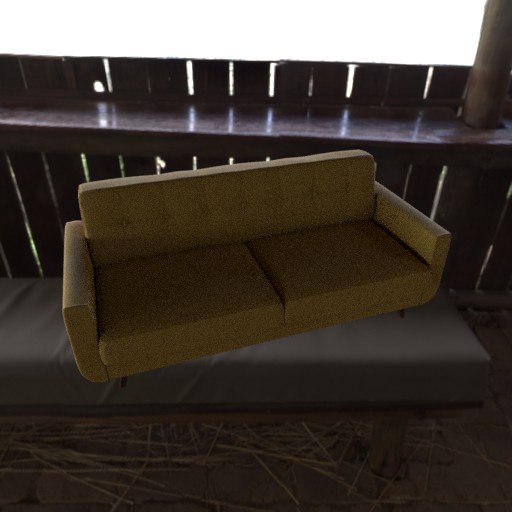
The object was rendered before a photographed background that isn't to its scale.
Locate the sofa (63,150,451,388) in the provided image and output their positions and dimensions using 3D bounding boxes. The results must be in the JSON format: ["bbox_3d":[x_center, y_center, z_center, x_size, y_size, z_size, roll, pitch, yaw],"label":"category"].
[{"bbox_3d":[0.000,0.000,2.563,2.029,0.841,0.909,-10,34,-16],"label":"sofa"}]
